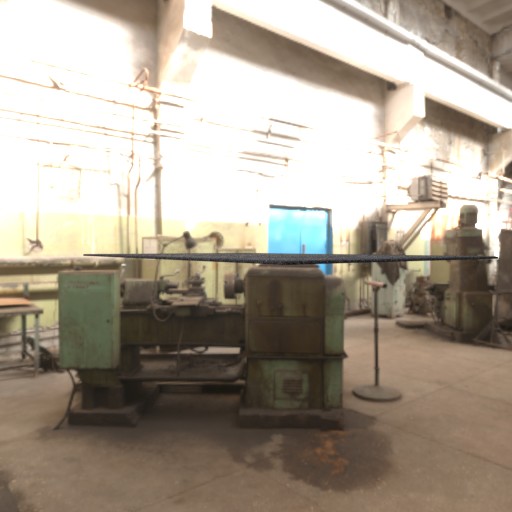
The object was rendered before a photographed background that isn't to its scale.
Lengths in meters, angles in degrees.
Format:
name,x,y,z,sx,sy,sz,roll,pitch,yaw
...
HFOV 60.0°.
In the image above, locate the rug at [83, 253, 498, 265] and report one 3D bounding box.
name,x,y,z,sx,sy,sz,roll,pitch,yaw
rug,0.000,0.000,2.145,1.139,0.010,1.754,-1,1,-37
